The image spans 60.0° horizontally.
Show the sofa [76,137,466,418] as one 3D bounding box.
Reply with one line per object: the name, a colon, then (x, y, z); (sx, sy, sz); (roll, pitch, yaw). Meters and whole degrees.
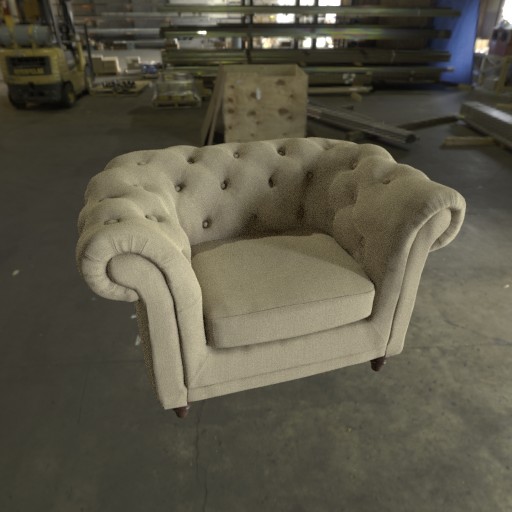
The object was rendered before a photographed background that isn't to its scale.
sofa: (0.000, 0.000, 2.011); (1.405, 0.878, 1.034); (-9, 31, -15)
